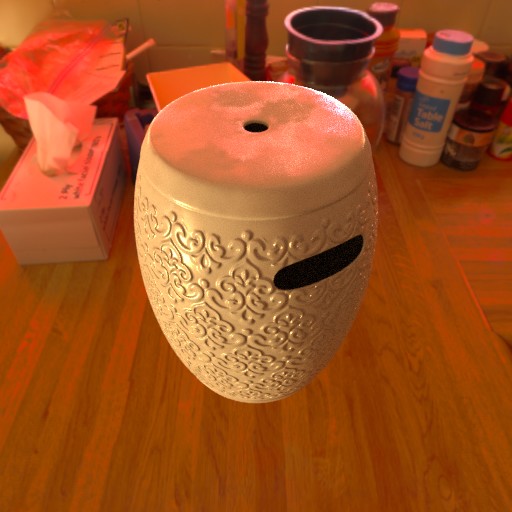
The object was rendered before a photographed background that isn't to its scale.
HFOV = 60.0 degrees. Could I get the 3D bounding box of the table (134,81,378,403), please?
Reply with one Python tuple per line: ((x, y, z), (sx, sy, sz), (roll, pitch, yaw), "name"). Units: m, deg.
((0.000, 0.000, 0.614), (0.309, 0.397, 0.309), (0, 45, 0), "table")
